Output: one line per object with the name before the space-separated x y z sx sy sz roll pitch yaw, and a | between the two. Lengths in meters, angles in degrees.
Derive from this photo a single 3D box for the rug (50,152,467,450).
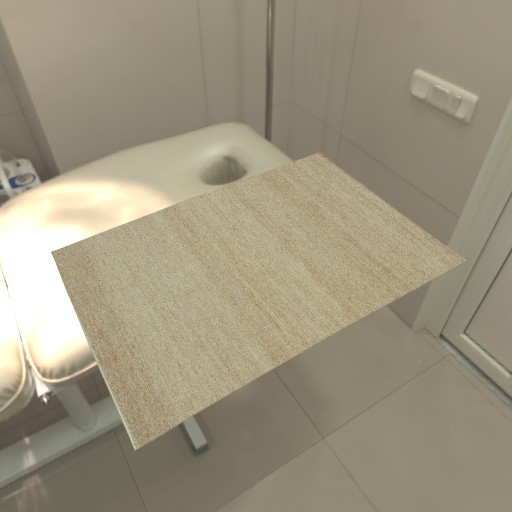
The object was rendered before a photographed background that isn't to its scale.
rug | 0.000 0.000 2.993 2.346 0.029 1.574 -24 50 -22
